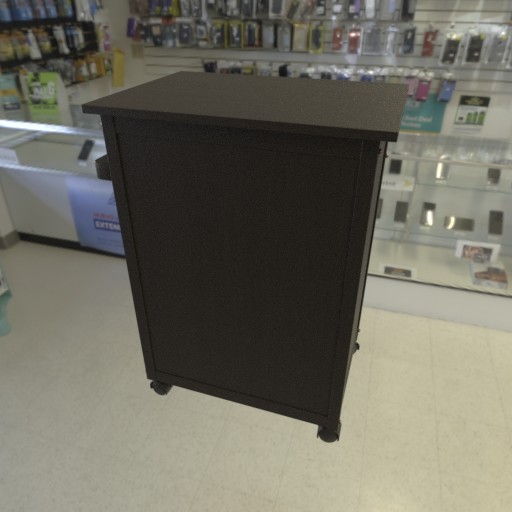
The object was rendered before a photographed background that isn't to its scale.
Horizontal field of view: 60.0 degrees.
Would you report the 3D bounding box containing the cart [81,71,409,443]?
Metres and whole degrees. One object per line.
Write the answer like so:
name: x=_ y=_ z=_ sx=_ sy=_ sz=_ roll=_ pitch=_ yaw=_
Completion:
cart: x=0.000 y=0.000 z=1.249 sx=0.660 sy=0.879 sz=0.456 roll=10 pitch=33 yaw=16
